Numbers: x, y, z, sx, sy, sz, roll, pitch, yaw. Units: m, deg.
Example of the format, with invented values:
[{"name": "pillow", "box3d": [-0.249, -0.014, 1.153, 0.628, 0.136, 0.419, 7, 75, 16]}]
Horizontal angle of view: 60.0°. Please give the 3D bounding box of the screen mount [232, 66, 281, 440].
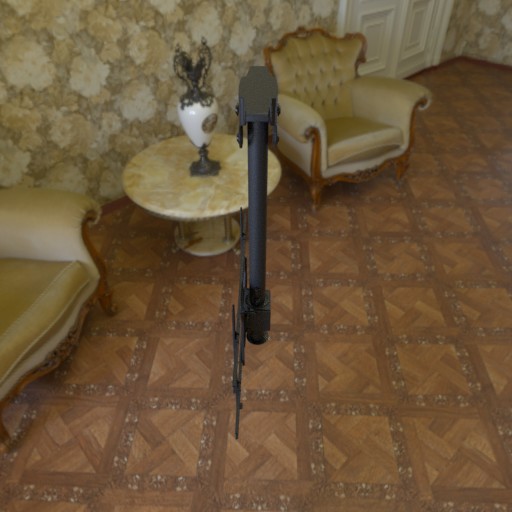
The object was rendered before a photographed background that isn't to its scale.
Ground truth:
[{"name": "screen mount", "box3d": [0.000, 0.000, 1.032, 0.090, 0.775, 0.595, 1, 39, 1]}]
